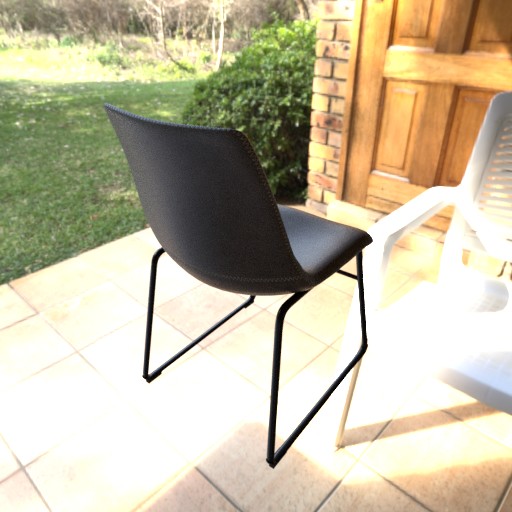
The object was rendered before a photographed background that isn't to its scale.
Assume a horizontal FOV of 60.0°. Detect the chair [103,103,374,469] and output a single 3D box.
[{"bbox_3d":[0.000,0.000,1.110,0.460,0.780,0.550,21,36,32],"label":"chair"}]
